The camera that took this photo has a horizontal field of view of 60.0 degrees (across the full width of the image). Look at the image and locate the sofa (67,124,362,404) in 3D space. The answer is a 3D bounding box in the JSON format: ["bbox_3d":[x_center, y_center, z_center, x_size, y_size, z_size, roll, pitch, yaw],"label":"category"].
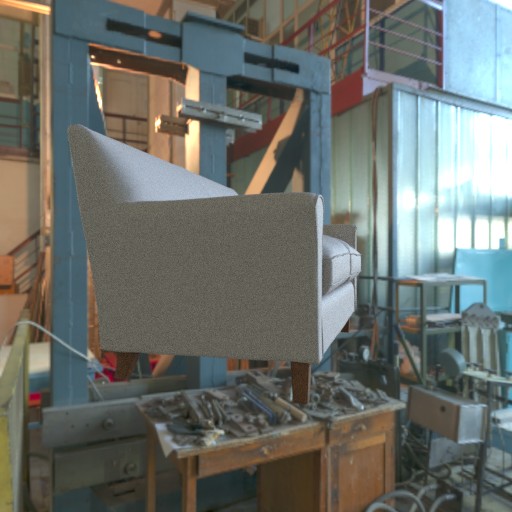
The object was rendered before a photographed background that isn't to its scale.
[{"bbox_3d":[0.000,0.000,2.065,0.888,0.890,1.482,0,0,17],"label":"sofa"}]
